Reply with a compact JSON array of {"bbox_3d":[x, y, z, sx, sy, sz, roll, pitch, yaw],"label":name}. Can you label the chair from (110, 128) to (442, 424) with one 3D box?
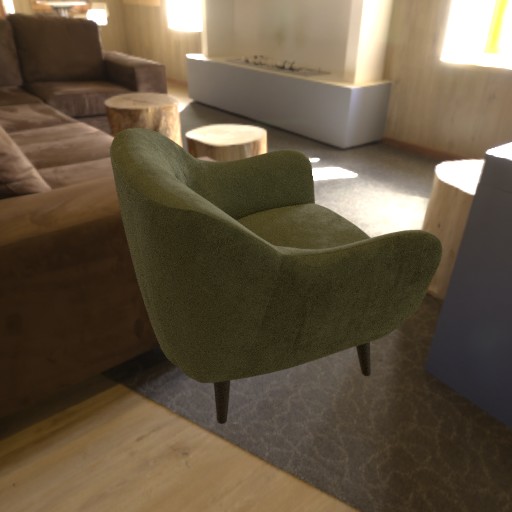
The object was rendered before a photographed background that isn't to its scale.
[{"bbox_3d":[0.000,0.000,1.492,0.819,0.804,0.840,-12,33,-19],"label":"chair"}]
